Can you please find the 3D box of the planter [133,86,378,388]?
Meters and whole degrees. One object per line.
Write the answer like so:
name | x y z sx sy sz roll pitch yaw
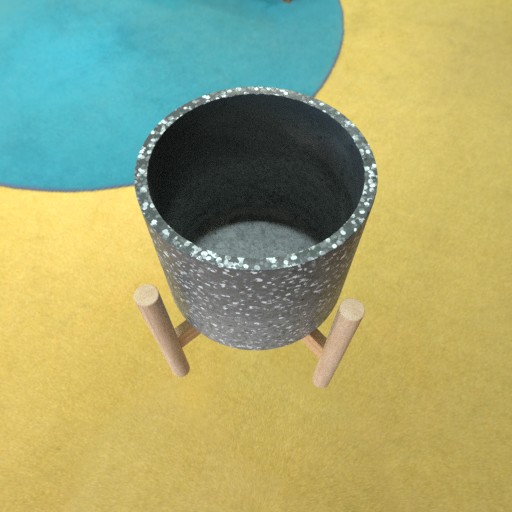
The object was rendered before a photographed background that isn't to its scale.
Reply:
planter | 0.000 0.000 0.544 0.284 0.320 0.284 -16 60 -9
